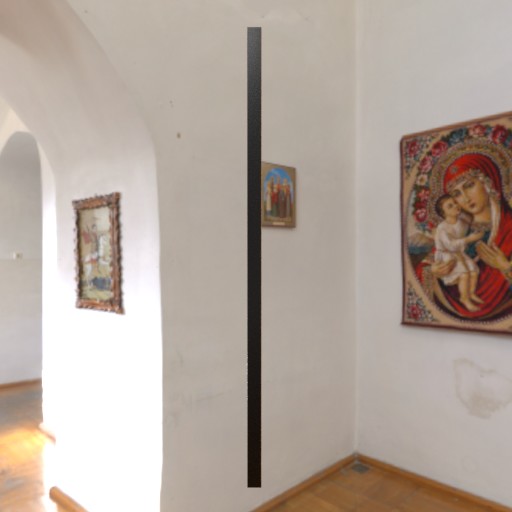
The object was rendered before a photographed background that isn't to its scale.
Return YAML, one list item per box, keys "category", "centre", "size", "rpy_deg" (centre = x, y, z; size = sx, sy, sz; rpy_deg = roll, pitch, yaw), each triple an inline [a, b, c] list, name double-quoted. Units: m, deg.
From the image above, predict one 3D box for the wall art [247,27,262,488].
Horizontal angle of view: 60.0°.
- category: "wall art"
  centre: [0.000, 0.000, 0.650]
  size: [0.014, 0.445, 0.446]
  rpy_deg: [0, 1, 0]
